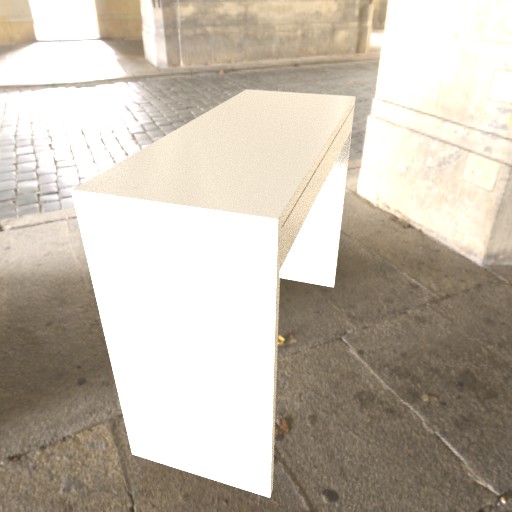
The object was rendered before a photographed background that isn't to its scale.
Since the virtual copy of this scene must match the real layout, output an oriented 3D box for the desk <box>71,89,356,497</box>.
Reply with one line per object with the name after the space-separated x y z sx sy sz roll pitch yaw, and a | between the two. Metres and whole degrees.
0.000 0.000 1.385 0.400 0.790 1.000 10 32 15 | desk
